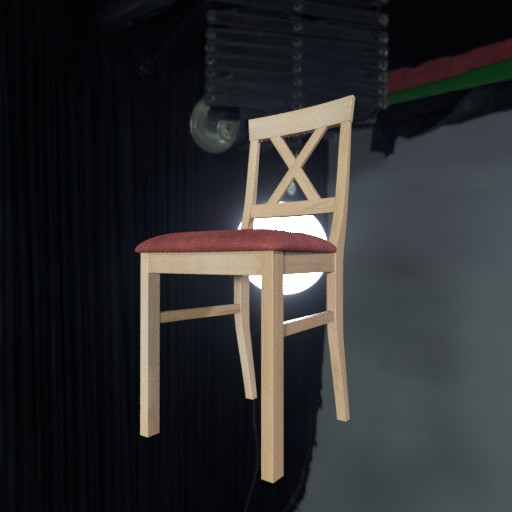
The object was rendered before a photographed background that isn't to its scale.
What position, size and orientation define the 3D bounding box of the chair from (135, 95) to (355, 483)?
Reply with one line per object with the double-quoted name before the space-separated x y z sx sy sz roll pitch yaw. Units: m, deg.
"chair" 0.000 0.000 1.183 0.439 0.912 0.492 0 -1 37
